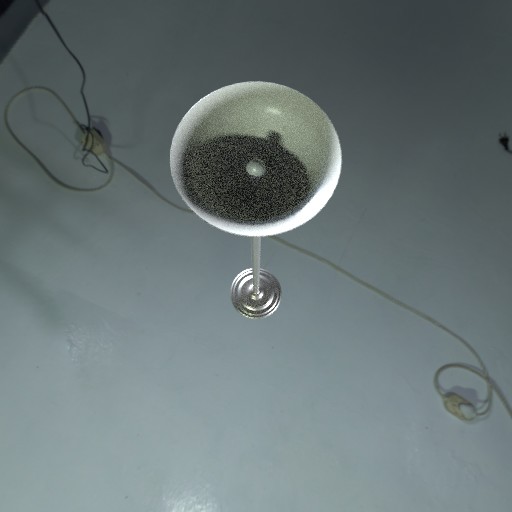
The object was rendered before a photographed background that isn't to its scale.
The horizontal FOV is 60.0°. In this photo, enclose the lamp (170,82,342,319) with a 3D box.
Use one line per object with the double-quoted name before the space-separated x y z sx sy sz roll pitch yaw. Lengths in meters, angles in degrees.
"lamp" 0.000 0.000 1.899 0.405 1.771 0.405 21 75 6
